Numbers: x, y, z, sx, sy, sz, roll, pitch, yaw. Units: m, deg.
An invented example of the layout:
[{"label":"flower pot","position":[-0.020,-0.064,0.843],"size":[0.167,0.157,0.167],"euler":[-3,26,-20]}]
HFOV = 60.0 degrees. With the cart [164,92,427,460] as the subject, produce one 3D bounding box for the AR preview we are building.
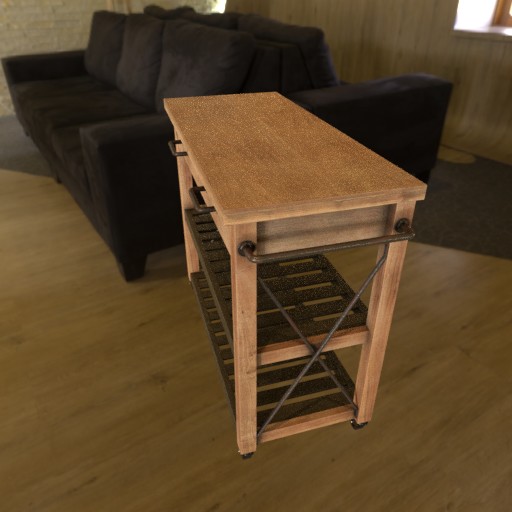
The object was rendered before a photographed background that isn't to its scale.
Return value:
[{"label":"cart","position":[0.000,0.000,0.977],"size":[0.298,0.554,0.686],"euler":[-9,32,-14]}]
